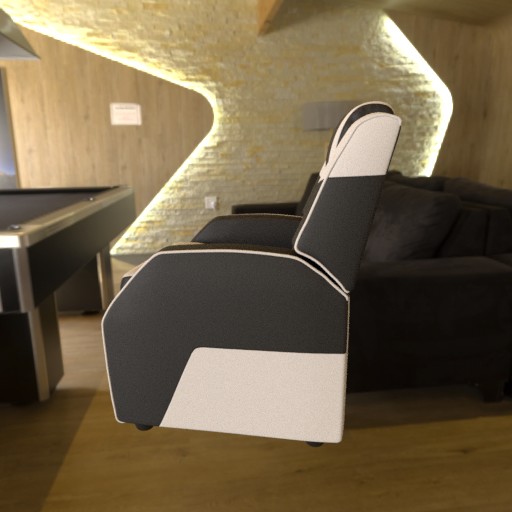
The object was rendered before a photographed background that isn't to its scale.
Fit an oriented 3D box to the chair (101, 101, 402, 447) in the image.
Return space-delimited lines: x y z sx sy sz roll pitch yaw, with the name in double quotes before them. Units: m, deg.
"chair" 0.000 0.000 1.276 0.672 0.805 0.620 2 13 8
